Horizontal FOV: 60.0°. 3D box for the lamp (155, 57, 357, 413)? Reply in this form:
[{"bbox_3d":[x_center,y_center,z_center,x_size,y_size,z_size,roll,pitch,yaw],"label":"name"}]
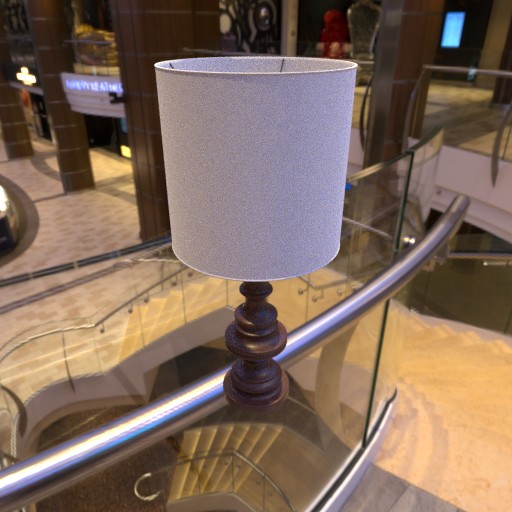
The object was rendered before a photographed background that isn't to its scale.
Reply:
[{"bbox_3d":[0.000,0.000,0.570,0.208,0.455,0.208,0,28,0],"label":"lamp"}]
